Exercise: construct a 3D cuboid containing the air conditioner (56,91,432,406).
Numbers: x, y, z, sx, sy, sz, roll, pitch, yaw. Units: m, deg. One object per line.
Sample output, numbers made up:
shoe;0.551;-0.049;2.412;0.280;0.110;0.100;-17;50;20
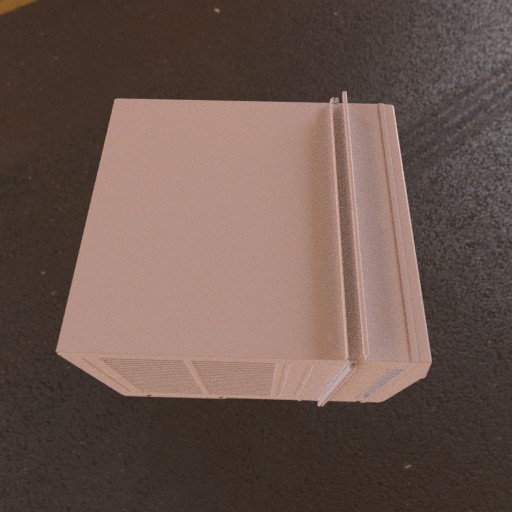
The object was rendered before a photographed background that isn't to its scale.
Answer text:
air conditioner;0.000;0.000;0.864;0.546;0.388;0.503;1;63;1
